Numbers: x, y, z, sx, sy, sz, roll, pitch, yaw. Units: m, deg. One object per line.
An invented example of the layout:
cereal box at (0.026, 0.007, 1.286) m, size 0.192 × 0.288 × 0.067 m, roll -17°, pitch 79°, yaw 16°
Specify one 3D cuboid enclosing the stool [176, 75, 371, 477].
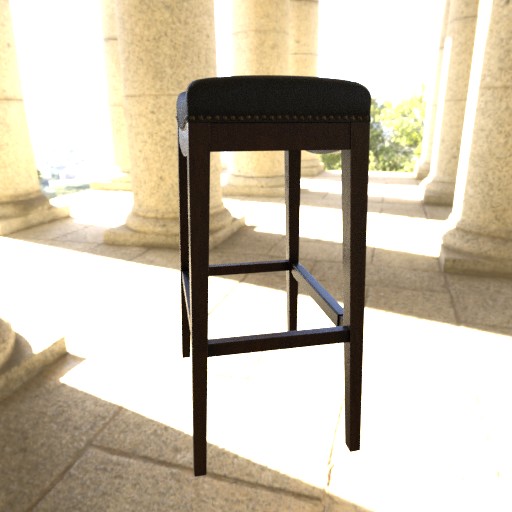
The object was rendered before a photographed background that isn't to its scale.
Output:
stool at (0.000, 0.000, 1.053) m, size 0.361 × 0.765 × 0.500 m, roll -4°, pitch 18°, yaw -11°
